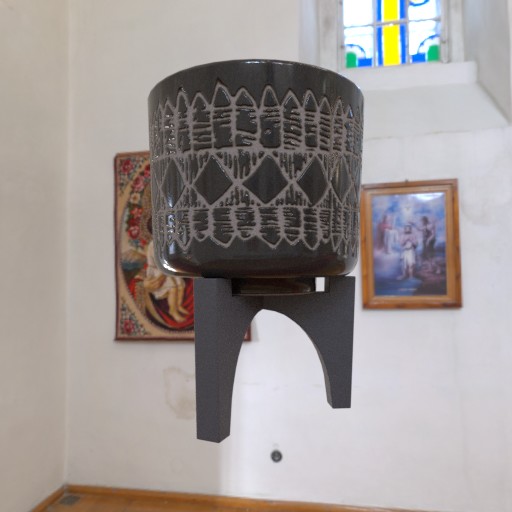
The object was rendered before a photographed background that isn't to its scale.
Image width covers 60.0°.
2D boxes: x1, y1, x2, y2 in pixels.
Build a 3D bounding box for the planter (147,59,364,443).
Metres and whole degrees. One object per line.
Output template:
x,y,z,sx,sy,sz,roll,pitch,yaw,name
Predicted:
0.000,0.000,0.522,0.251,0.355,0.251,1,-2,-35,planter
